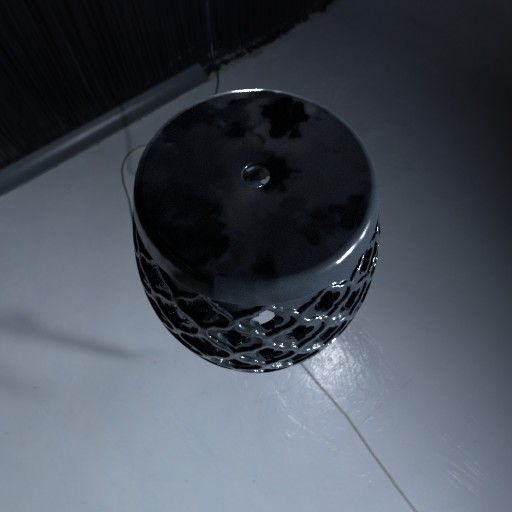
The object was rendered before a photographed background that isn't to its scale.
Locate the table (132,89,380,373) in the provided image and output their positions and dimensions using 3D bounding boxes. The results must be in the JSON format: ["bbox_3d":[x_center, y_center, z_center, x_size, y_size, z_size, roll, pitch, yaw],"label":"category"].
[{"bbox_3d":[0.000,0.000,0.643,0.325,0.388,0.325,0,64,0],"label":"table"}]
